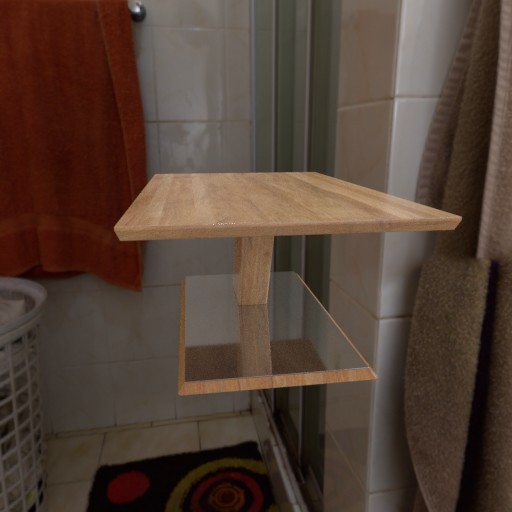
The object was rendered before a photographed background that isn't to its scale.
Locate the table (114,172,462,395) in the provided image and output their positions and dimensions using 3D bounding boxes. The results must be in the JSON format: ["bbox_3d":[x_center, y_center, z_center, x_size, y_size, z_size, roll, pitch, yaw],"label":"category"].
[{"bbox_3d":[0.000,0.000,1.444,0.692,0.441,1.100,-2,16,-8],"label":"table"}]
